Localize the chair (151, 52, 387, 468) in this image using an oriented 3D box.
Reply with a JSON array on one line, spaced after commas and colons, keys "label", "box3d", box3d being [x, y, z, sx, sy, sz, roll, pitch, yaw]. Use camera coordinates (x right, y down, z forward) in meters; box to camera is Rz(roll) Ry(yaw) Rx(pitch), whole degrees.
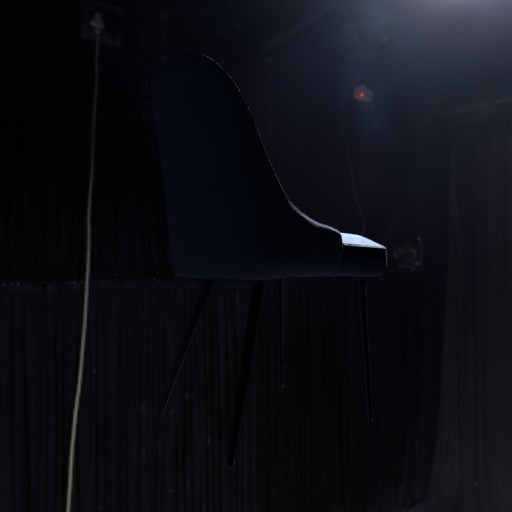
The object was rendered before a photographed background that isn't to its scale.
[{"label": "chair", "box3d": [0.000, 0.000, 1.203, 0.559, 0.896, 0.478, 0, 0, -35]}]
